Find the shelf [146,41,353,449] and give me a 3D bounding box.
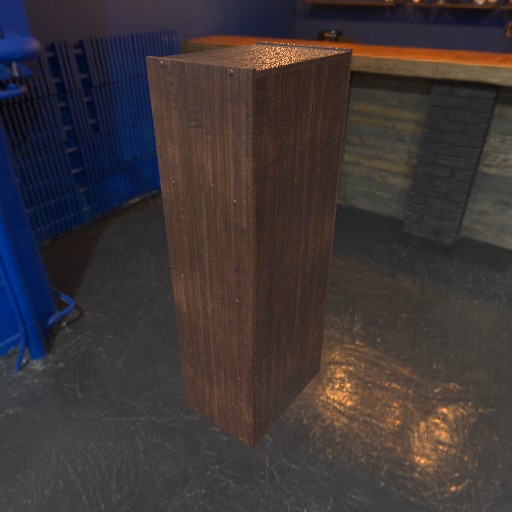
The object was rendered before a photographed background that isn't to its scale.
[{"bbox_3d":[0.000,0.000,1.309,0.290,1.099,0.415,21,37,31],"label":"shelf"}]
